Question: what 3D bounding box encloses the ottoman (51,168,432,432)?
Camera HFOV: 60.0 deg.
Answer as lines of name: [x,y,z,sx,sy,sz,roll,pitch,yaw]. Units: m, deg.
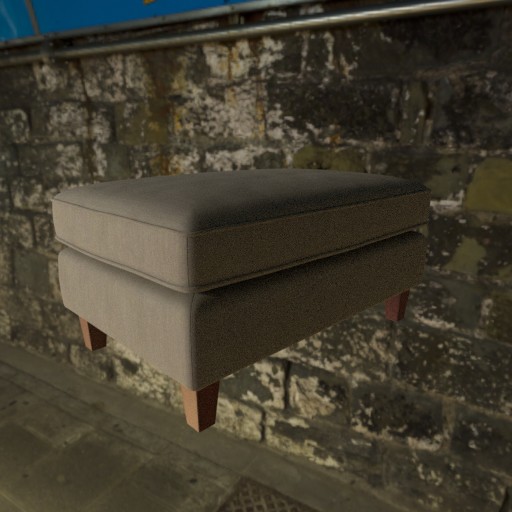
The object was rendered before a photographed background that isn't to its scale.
ottoman: [0.000,0.000,1.298,0.941,0.480,0.636,-14,21,-42]
